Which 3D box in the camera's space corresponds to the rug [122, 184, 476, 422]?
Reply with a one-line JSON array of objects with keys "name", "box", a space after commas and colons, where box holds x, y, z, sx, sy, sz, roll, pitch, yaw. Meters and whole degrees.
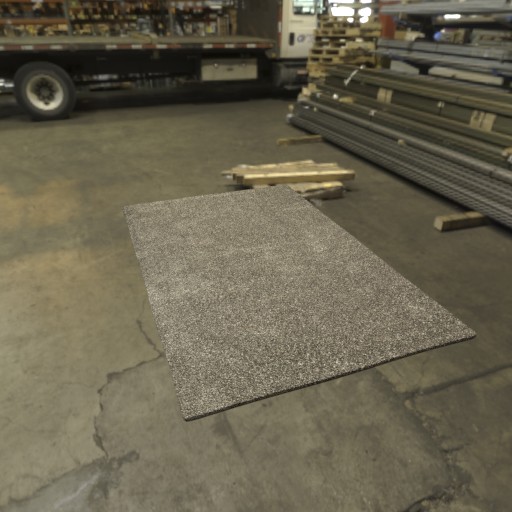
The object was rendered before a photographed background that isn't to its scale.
[{"name": "rug", "box": [0.000, 0.000, 2.959, 1.502, 0.025, 2.350, -10, 31, -18]}]
